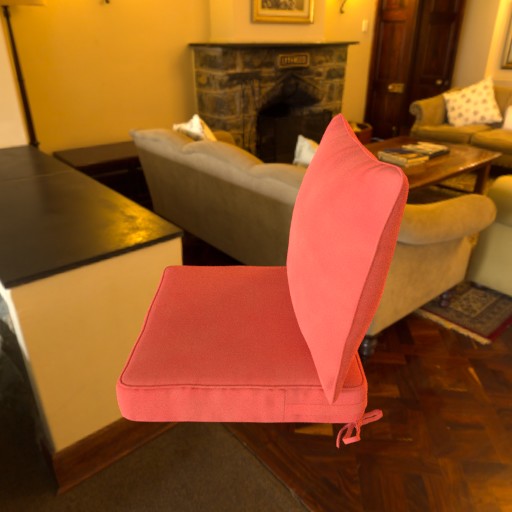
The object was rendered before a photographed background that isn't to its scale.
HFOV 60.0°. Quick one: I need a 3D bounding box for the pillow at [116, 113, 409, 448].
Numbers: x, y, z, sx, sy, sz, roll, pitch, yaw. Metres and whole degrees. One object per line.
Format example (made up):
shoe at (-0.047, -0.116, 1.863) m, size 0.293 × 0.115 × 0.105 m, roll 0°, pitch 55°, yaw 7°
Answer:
pillow at (0.000, 0.000, 1.332) m, size 0.733 × 0.725 × 0.798 m, roll 0°, pitch 26°, yaw 0°
